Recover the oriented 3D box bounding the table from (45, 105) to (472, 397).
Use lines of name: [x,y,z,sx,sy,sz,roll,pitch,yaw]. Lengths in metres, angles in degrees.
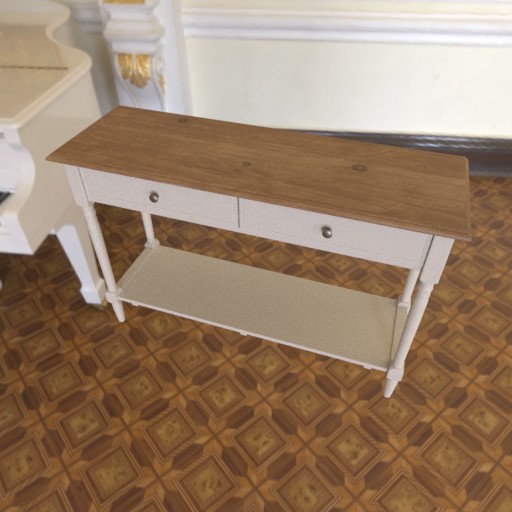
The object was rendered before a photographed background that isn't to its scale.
table: [0.000,0.000,1.599,1.219,0.800,0.399,13,43,14]
